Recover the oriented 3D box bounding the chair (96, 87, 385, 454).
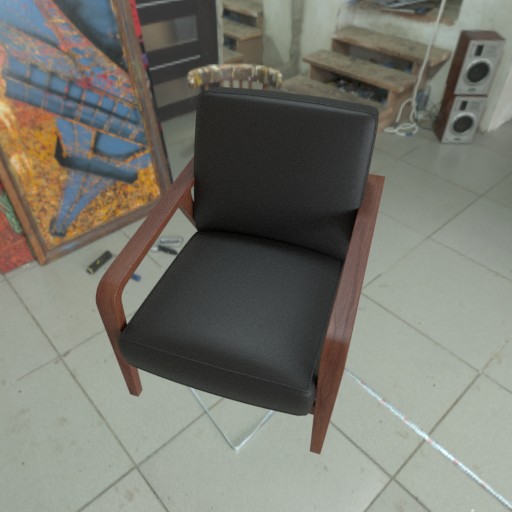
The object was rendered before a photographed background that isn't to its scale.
[{"bbox_3d":[0.000,0.000,1.494,0.719,0.861,0.889,12,43,14],"label":"chair"}]
